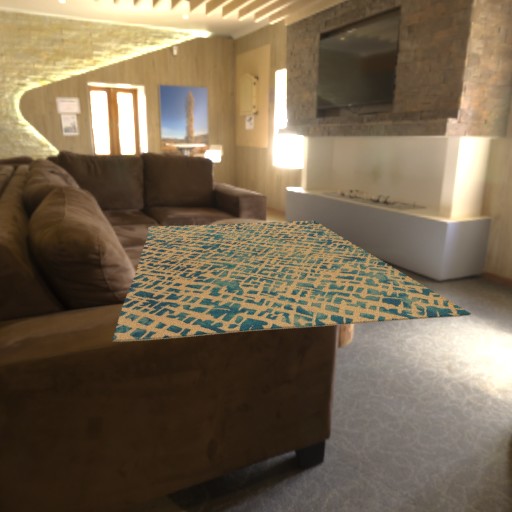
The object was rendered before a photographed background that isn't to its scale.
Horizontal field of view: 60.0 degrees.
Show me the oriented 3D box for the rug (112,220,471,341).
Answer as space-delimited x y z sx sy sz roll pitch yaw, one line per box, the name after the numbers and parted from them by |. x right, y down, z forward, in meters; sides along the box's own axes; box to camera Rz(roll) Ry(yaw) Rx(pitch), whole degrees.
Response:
0.000 0.000 2.320 1.209 0.011 1.830 -3 15 -10 | rug
